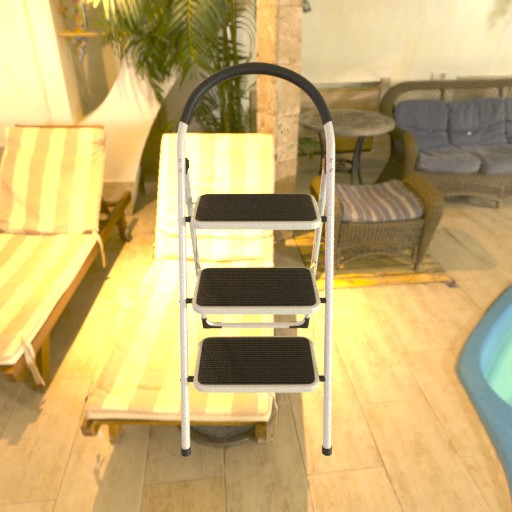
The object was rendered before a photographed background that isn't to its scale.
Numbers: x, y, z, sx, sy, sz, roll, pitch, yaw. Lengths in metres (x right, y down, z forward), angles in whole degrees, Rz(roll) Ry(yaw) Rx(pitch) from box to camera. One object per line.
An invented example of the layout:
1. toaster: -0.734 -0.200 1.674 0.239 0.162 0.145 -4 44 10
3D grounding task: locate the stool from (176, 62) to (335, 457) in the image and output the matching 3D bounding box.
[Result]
1. stool: 0.000 0.000 1.435 0.485 1.109 0.676 0 30 0
